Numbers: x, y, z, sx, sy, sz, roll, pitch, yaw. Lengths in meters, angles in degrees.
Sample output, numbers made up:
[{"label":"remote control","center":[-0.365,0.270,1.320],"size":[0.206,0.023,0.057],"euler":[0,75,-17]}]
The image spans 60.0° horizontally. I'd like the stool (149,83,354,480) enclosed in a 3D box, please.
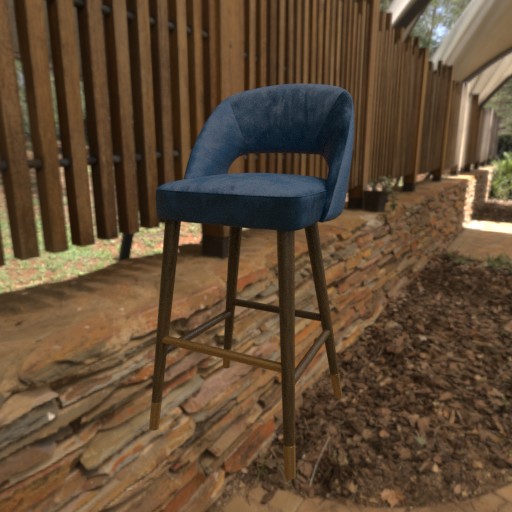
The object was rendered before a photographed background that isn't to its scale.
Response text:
[{"label":"stool","center":[0.000,0.000,1.326],"size":[0.514,1.016,0.515],"euler":[7,16,26]}]
